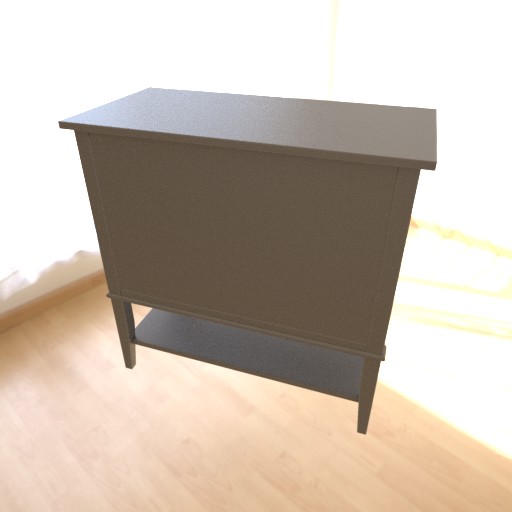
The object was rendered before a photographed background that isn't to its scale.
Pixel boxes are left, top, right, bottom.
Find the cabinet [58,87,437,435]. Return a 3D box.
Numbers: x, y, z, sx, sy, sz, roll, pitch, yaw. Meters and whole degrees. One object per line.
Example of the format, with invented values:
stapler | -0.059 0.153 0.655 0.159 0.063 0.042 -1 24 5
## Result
cabinet | 0.000 0.000 1.243 0.801 0.780 0.396 10 33 16
